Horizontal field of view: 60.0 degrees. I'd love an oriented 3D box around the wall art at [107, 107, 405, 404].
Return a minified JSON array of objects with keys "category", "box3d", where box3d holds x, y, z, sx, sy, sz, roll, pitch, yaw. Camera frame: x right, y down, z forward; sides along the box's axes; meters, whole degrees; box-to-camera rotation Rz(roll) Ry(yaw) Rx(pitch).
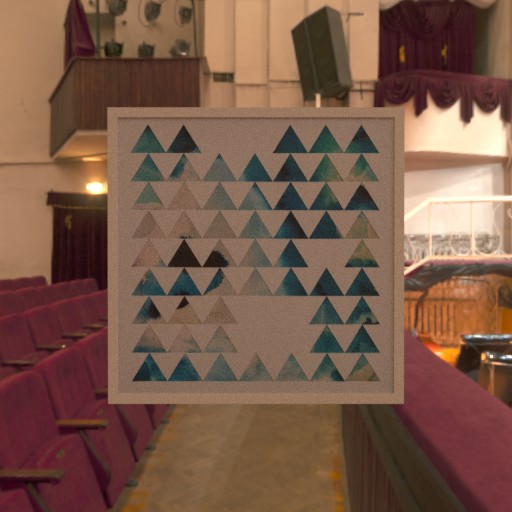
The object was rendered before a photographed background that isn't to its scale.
[{"category":"wall art","box3d":[0.000,0.000,1.216,0.809,0.809,0.012,0,0,0]}]
